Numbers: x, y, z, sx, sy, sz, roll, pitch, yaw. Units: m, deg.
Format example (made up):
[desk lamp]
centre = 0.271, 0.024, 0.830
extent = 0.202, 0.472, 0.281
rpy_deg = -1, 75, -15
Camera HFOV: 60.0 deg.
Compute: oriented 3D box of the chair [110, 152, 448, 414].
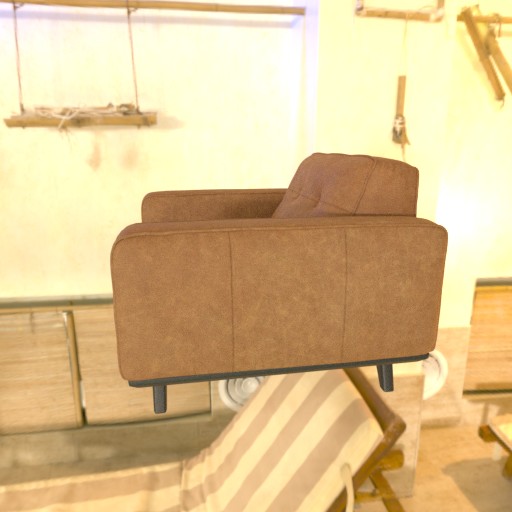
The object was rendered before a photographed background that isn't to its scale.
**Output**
[chair]
centre = 0.000, 0.000, 1.733
extent = 0.952, 0.782, 1.118
rpy_deg = -2, 14, -9
